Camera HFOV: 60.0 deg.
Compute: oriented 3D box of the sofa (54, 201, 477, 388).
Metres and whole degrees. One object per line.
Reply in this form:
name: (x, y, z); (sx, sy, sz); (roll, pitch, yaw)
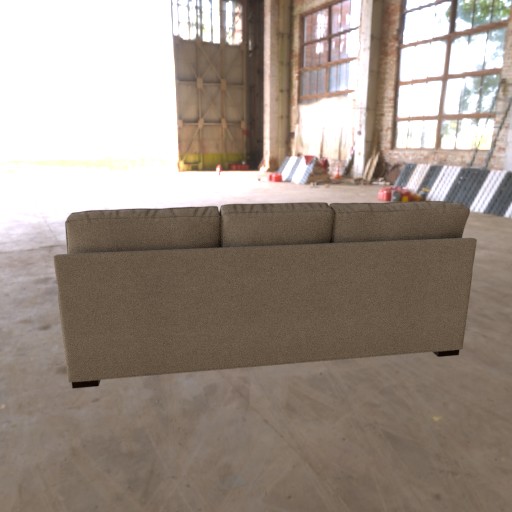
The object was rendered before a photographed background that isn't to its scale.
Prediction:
sofa: (0.000, 0.000, 2.897); (2.087, 0.861, 1.496); (-2, 15, -9)
